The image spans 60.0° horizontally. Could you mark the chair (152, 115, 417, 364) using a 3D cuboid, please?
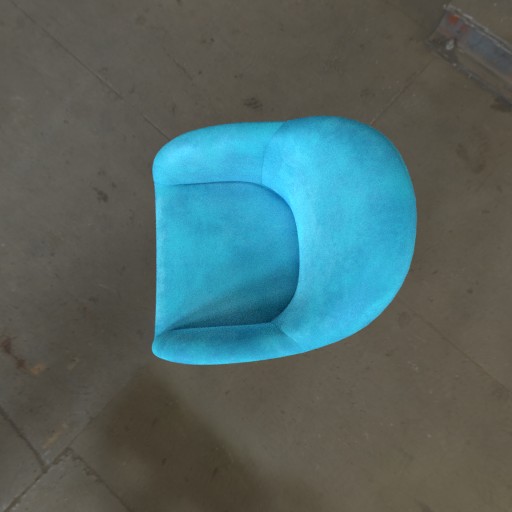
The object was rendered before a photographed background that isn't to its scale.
[{"bbox_3d":[0.000,0.000,1.182,0.590,0.795,0.550,-3,76,-1],"label":"chair"}]
